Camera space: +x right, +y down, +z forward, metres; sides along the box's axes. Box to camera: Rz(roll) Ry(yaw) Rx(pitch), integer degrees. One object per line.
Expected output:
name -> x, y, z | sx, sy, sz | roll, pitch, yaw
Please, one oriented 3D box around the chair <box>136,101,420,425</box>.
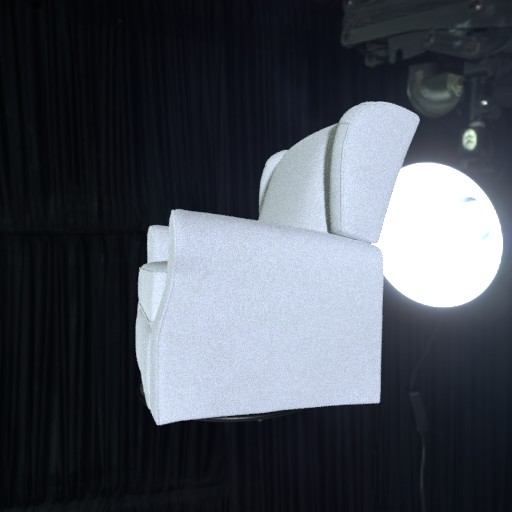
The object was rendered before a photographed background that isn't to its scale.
chair -> 0.000, 0.000, 1.643 | 0.854, 0.967, 0.906 | 0, 1, -18
